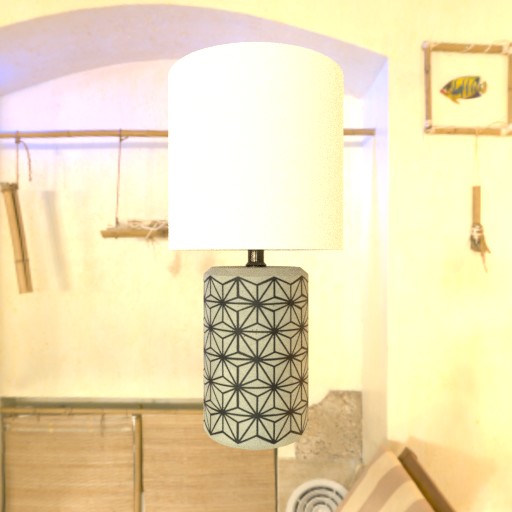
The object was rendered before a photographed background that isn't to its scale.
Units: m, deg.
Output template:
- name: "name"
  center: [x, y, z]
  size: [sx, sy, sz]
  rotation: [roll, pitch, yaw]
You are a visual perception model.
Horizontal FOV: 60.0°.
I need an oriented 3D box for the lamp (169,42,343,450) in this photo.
- name: "lamp"
  center: [0.000, 0.000, 0.534]
  size: [0.206, 0.416, 0.206]
  rotation: [0, 0, 0]
